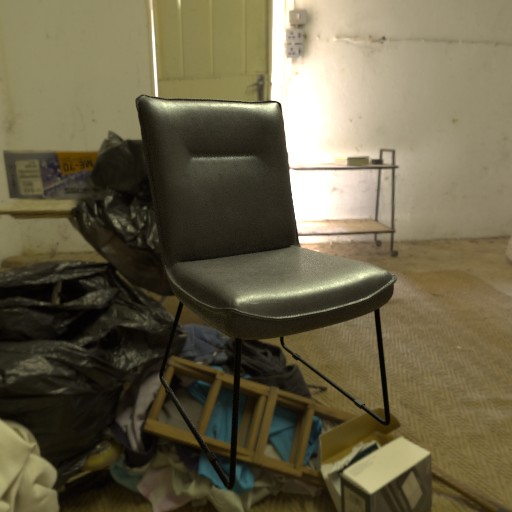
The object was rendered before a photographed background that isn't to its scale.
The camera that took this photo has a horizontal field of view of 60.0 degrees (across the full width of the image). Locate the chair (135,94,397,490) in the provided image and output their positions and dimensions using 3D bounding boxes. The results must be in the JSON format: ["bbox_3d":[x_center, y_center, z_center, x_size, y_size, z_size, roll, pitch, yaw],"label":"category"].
[{"bbox_3d":[0.000,0.000,1.317,0.515,0.932,0.688,-8,17,-27],"label":"chair"}]
